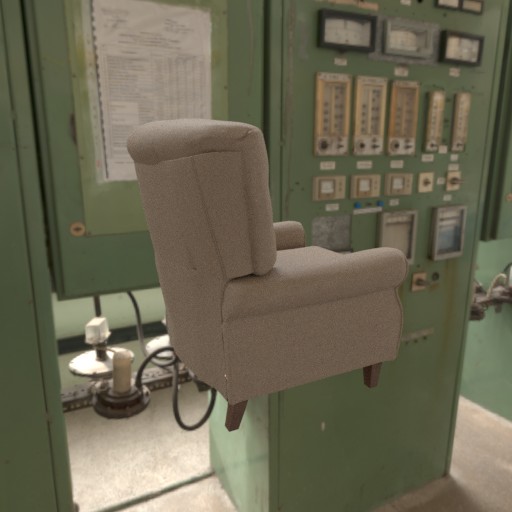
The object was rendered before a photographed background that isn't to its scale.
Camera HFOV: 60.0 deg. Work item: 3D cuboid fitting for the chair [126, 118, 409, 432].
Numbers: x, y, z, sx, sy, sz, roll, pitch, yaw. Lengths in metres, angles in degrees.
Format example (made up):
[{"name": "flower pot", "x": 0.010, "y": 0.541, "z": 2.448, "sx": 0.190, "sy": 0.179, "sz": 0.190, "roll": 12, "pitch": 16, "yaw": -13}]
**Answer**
[{"name": "chair", "x": 0.000, "y": 0.000, "z": 1.975, "sx": 1.041, "sy": 1.138, "sz": 0.999, "roll": -7, "pitch": 15, "yaw": -26}]
